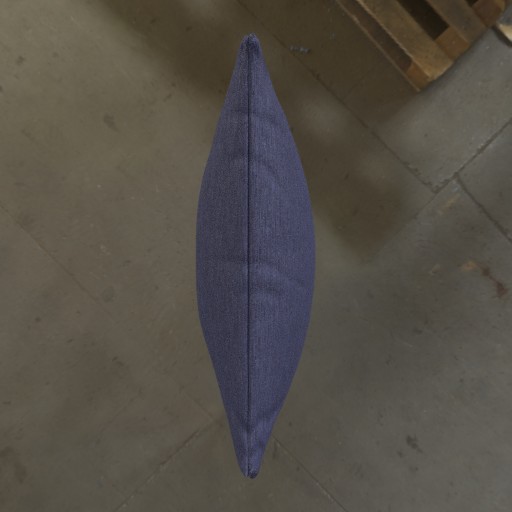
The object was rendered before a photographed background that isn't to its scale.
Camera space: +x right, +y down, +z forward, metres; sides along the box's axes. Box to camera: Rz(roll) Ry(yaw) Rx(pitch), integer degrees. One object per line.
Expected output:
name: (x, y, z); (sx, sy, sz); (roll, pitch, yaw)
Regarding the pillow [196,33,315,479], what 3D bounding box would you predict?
pillow: (0.000, 0.000, 0.787); (0.210, 0.338, 0.633); (0, 89, 0)
